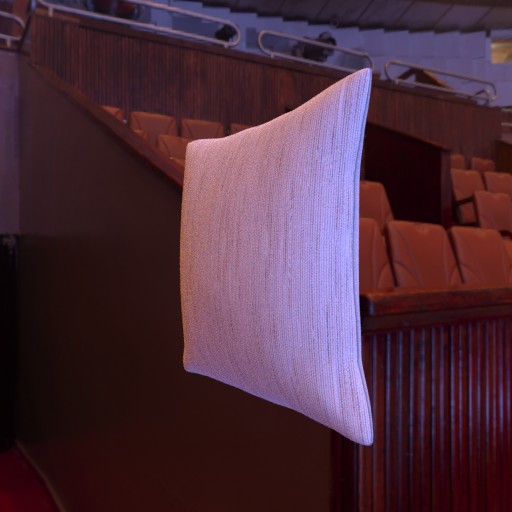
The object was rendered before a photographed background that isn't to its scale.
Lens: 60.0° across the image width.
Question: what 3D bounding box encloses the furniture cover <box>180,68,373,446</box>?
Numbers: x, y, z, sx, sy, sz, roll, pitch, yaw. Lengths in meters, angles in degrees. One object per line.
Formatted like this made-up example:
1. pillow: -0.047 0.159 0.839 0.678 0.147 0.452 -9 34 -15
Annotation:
1. furniture cover: 0.000 0.000 0.789 0.178 0.506 0.512 0 0 -37
